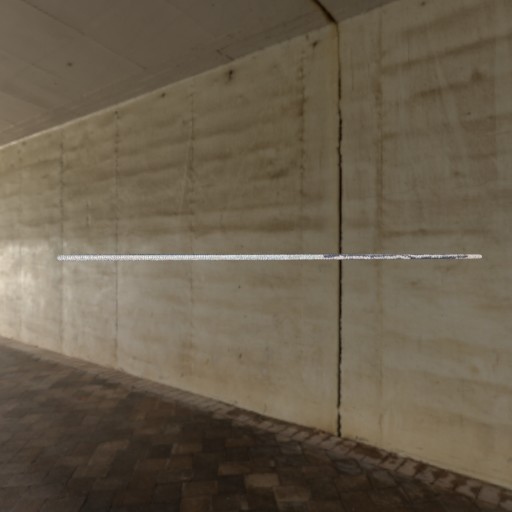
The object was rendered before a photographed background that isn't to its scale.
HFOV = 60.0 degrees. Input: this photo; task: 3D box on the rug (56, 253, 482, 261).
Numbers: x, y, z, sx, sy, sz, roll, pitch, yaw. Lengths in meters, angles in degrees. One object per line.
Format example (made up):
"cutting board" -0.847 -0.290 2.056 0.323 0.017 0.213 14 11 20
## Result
"rug" 0.000 0.000 2.393 1.847 0.020 1.238 0 0 -18
